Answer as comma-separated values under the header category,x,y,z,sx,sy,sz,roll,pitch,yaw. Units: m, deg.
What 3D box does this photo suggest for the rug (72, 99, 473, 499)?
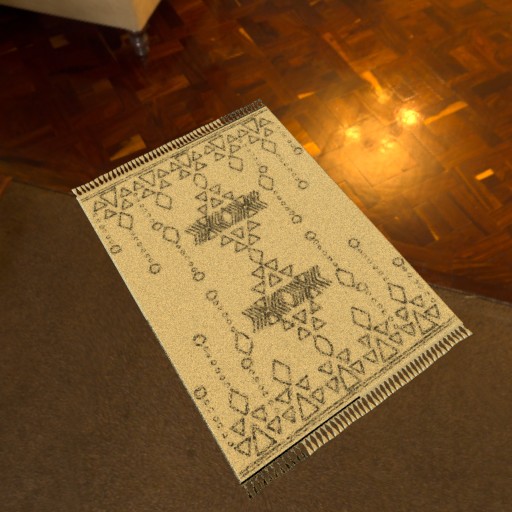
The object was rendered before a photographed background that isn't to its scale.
category,x,y,z,sx,sy,sz,roll,pitch,yaw
rug,0.000,0.000,2.905,1.600,0.013,2.312,-31,67,-14
